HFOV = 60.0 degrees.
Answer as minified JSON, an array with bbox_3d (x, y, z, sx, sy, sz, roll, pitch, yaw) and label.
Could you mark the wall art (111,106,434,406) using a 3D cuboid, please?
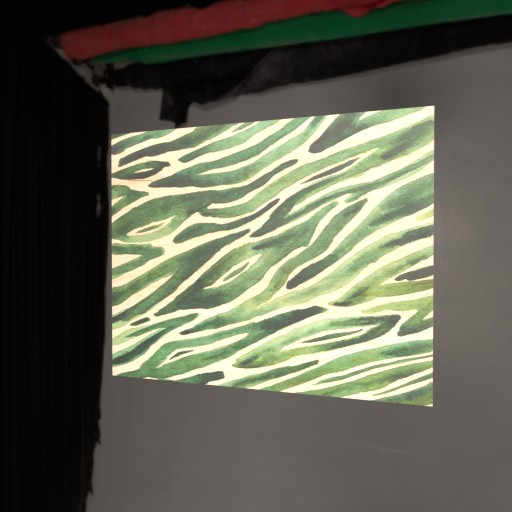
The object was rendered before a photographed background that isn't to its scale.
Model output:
[{"bbox_3d":[0.000,0.000,0.682,0.508,0.408,0.012,0,1,17],"label":"wall art"}]
